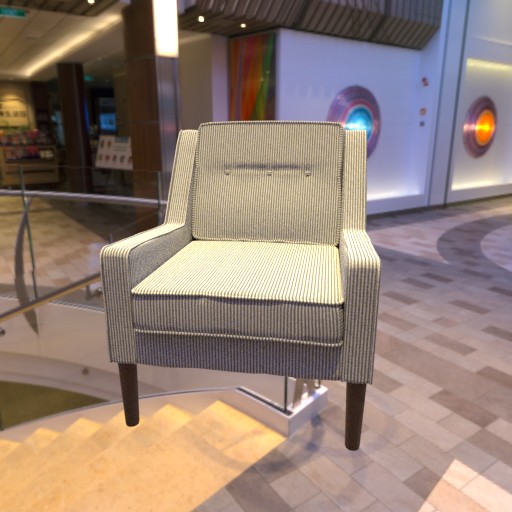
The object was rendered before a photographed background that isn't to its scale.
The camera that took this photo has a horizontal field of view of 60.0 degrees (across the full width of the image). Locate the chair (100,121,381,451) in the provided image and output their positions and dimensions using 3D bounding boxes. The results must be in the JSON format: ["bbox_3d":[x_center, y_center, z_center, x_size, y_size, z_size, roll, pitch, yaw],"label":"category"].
[{"bbox_3d":[0.000,0.000,1.339,0.663,0.792,0.743,2,16,9],"label":"chair"}]
